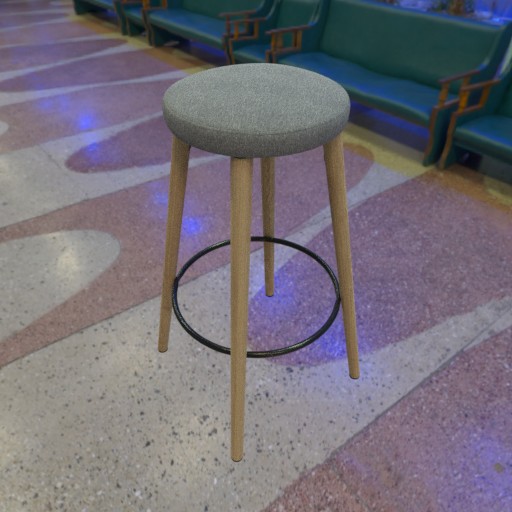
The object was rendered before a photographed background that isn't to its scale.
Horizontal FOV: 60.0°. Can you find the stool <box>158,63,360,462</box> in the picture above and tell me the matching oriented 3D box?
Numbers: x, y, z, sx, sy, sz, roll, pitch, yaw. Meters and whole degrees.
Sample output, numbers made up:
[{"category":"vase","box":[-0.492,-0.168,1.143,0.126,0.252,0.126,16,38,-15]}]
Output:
[{"category":"stool","box":[0.000,0.000,0.988,0.410,0.770,0.410,-25,46,-26]}]
